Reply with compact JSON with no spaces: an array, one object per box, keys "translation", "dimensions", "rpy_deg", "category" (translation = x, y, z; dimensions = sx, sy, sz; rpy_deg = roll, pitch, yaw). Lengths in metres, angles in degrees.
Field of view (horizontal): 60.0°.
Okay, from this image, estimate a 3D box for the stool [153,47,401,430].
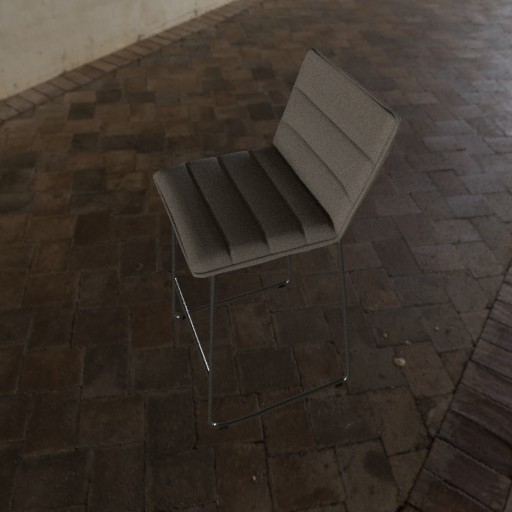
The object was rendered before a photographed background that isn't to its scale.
[{"translation":[0.000,0.000,1.252],"dimensions":[0.490,0.960,0.490],"rpy_deg":[-16,48,-15],"category":"stool"}]
